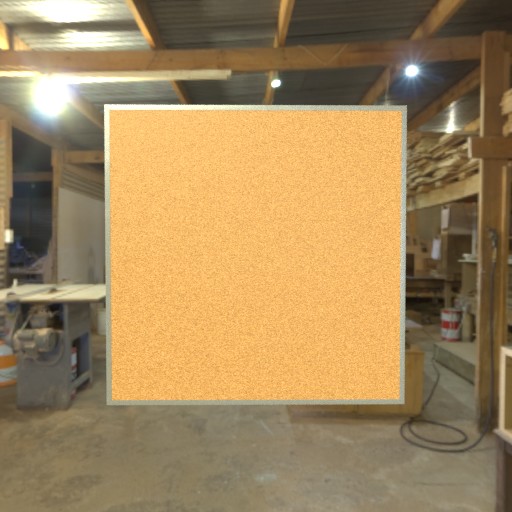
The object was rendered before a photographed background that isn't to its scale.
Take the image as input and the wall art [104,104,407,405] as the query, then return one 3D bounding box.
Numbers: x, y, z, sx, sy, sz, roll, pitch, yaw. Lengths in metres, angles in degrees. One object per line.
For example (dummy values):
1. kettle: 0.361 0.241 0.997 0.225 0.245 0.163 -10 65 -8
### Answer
1. wall art: 0.000 0.000 1.212 0.809 0.807 0.038 0 1 -1
